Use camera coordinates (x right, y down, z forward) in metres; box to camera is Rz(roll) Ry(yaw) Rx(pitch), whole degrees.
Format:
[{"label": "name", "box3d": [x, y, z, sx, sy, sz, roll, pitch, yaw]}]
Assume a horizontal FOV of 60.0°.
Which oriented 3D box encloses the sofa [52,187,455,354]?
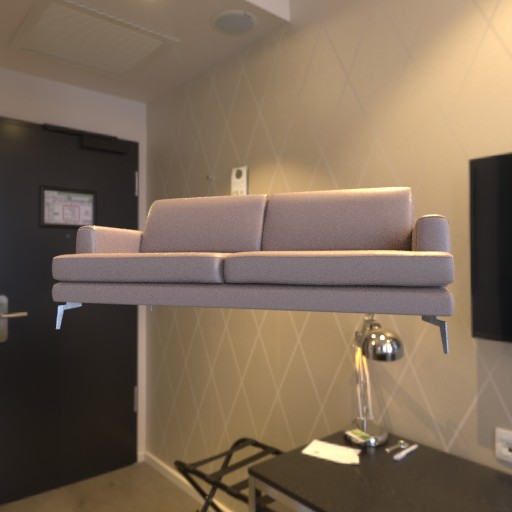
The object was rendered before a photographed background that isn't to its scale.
[{"label": "sofa", "box3d": [0.000, 0.000, 2.440, 1.940, 0.765, 0.974, 0, -1, 19]}]
